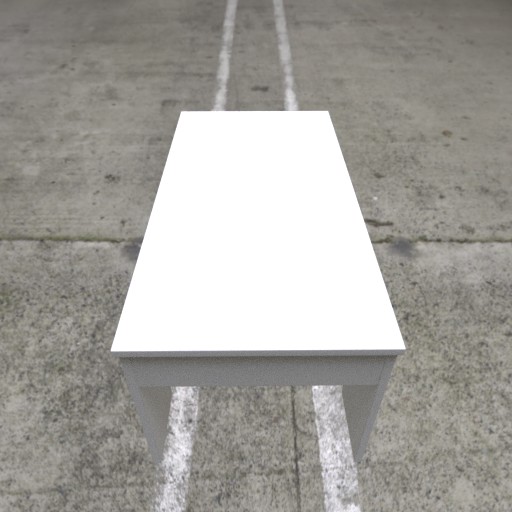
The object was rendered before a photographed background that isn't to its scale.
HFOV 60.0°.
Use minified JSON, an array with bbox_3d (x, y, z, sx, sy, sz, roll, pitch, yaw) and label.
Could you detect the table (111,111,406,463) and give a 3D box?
[{"bbox_3d":[0.000,0.000,1.271,0.500,0.440,1.000,0,41,0],"label":"table"}]
